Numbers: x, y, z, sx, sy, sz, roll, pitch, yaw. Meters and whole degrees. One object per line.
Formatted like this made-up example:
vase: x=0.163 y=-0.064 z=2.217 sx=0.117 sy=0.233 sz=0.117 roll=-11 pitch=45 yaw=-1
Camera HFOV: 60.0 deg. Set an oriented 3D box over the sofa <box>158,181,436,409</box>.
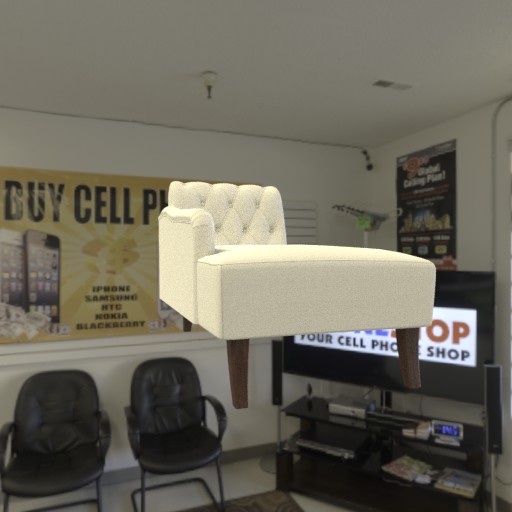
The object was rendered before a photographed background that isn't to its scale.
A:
sofa: x=0.000 y=0.000 z=1.853 sx=0.675 sy=0.787 sz=1.379 roll=0 pitch=0 yaw=-19
